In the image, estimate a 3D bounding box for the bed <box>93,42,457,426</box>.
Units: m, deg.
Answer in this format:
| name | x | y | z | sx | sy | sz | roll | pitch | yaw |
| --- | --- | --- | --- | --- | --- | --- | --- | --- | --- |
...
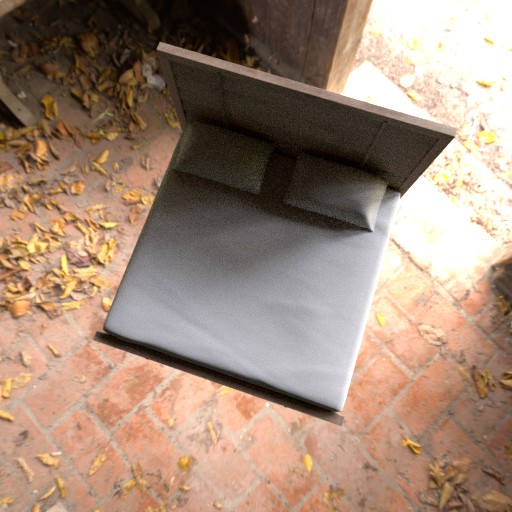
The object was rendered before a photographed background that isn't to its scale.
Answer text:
| name | x | y | z | sx | sy | sz | roll | pitch | yaw |
| --- | --- | --- | --- | --- | --- | --- | --- | --- | --- |
| bed | 0.000 | 0.000 | 3.458 | 2.032 | 1.626 | 2.032 | 18 | 77 | 4 |
